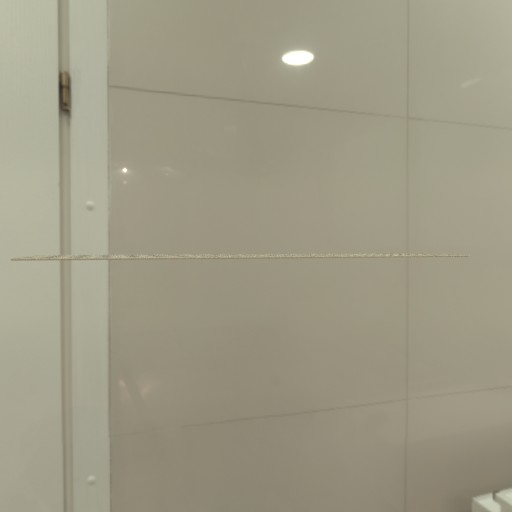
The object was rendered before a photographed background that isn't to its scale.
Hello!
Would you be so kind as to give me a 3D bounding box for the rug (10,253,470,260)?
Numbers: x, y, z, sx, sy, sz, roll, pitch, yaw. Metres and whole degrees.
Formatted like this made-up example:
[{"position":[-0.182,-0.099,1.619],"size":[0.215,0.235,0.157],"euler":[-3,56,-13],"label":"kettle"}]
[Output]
[{"position":[0.000,0.000,2.610],"size":[2.435,0.009,0.750],"euler":[0,1,-18],"label":"rug"}]
